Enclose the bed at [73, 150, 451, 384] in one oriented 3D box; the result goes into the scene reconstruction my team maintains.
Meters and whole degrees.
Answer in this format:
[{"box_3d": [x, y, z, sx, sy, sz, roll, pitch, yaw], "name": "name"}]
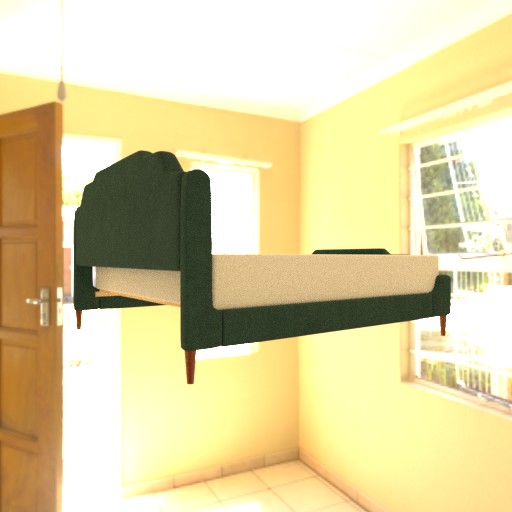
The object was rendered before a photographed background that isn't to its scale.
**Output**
[{"box_3d": [0.000, 0.000, 3.622, 2.340, 1.245, 2.074, 0, 0, -36], "name": "bed"}]
